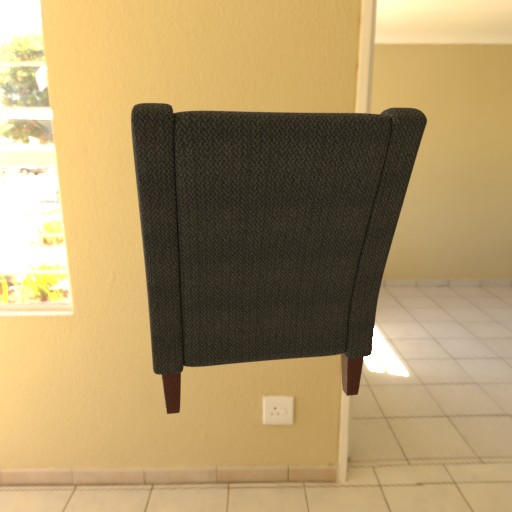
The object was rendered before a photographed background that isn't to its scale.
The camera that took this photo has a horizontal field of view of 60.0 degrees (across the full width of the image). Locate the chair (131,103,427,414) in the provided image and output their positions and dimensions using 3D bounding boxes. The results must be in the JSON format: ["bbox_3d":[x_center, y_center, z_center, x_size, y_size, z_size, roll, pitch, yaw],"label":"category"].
[{"bbox_3d":[0.000,0.000,1.687,0.793,1.012,0.944,-2,14,-10],"label":"chair"}]
